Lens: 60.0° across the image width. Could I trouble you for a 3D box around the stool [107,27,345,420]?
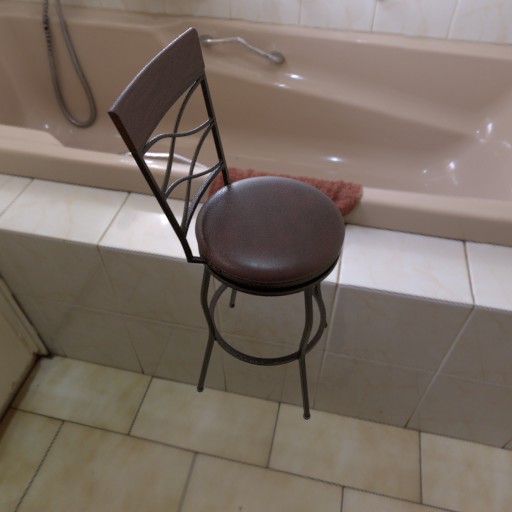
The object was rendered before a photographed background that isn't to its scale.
[{"bbox_3d":[0.000,0.000,1.361,0.513,1.130,0.448,11,47,10],"label":"stool"}]
